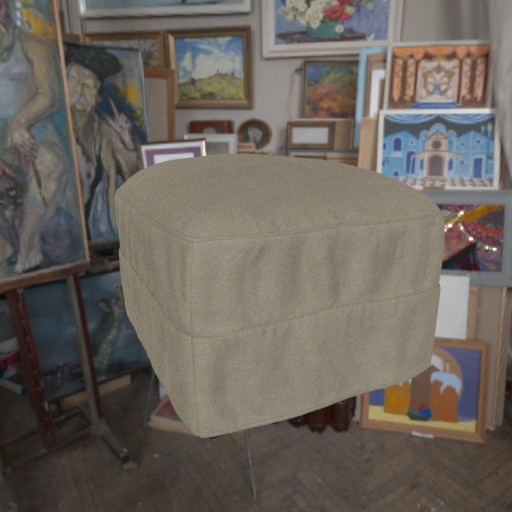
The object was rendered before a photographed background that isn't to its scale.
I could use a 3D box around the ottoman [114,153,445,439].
[{"bbox_3d":[0.000,0.000,1.085,0.584,0.480,0.712,-8,19,-24],"label":"ottoman"}]
